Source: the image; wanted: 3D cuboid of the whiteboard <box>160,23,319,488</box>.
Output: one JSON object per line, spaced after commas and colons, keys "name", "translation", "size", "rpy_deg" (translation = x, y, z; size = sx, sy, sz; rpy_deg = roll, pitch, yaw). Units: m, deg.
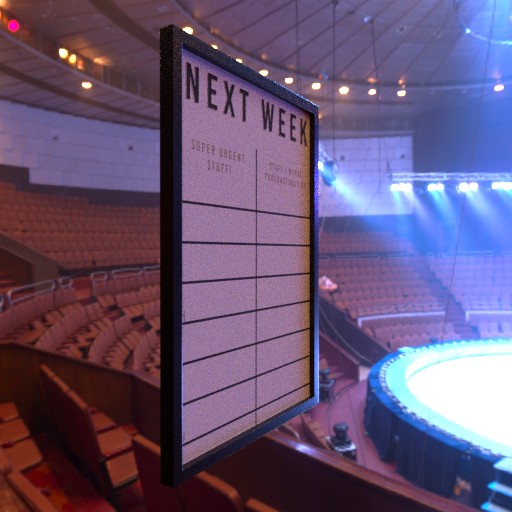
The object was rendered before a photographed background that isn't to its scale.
{"name": "whiteboard", "translation": [0.000, 0.000, 0.751], "size": [0.026, 0.611, 0.406], "rpy_deg": [0, 1, 36]}
